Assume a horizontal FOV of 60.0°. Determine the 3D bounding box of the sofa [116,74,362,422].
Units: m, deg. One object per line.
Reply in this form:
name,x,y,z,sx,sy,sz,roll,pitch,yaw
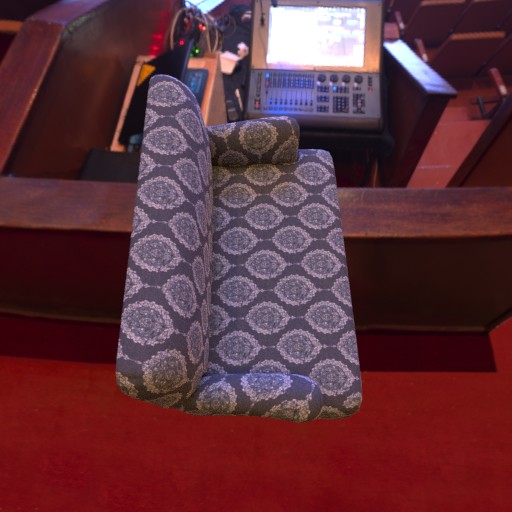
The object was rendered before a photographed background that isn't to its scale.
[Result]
sofa,0.000,0.000,1.802,0.779,0.867,1.297,-1,63,-1
